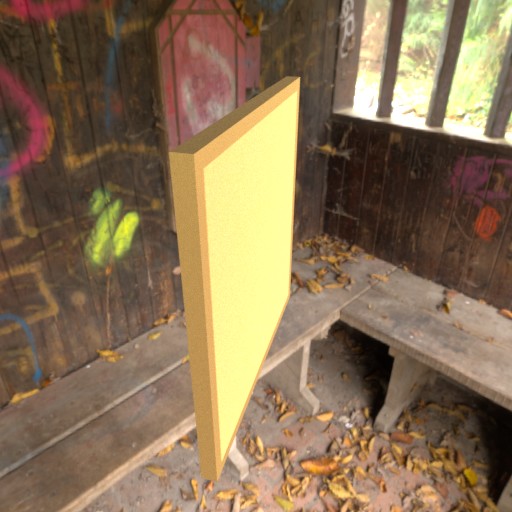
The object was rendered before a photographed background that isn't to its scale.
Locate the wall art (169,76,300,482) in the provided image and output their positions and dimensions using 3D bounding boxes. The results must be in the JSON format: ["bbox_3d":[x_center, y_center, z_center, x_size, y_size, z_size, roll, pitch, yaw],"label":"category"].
[{"bbox_3d":[0.000,0.000,2.885,0.099,1.926,1.926,8,31,14],"label":"wall art"}]
